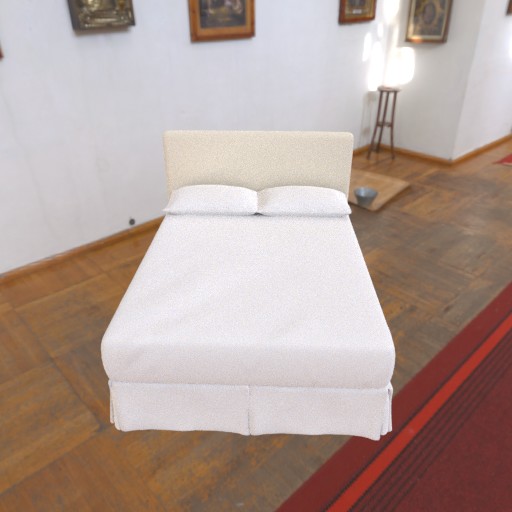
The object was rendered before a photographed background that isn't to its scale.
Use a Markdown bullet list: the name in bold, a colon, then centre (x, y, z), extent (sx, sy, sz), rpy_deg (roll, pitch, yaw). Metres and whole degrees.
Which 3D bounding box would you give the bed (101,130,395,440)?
- **bed**: centre (0.000, 0.000, 3.262), extent (1.714, 1.330, 2.147), rpy_deg (1, 29, 2)
